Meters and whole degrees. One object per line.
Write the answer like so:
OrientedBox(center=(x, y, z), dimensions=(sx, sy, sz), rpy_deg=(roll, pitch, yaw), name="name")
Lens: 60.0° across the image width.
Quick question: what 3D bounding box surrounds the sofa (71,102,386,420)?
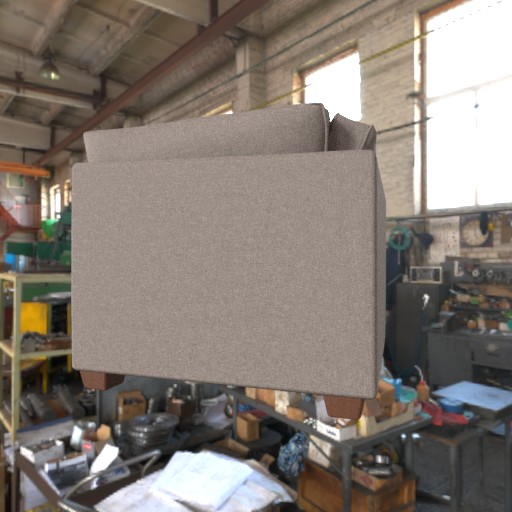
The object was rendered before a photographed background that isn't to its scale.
OrientedBox(center=(0.000, 0.000, 1.866), dimensions=(1.042, 0.951, 1.050), rpy_deg=(0, 0, 18), name="sofa")
